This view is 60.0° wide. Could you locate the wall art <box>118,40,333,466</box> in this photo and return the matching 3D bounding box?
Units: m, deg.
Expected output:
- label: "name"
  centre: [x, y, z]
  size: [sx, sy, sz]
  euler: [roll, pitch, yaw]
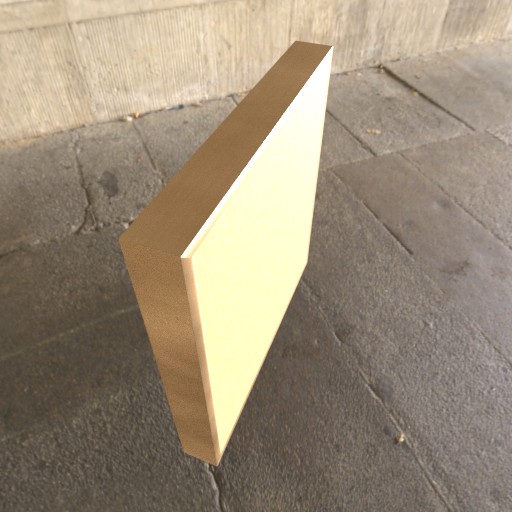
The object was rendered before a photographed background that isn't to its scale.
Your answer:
- label: "wall art"
  centre: [0.000, 0.000, 0.441]
  size: [0.038, 0.303, 0.305]
  euler: [16, 48, 15]
